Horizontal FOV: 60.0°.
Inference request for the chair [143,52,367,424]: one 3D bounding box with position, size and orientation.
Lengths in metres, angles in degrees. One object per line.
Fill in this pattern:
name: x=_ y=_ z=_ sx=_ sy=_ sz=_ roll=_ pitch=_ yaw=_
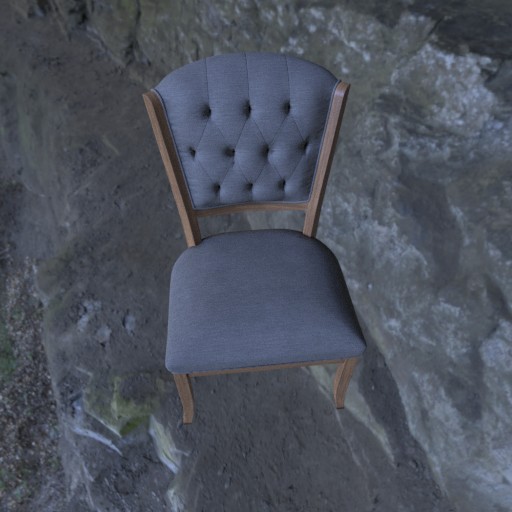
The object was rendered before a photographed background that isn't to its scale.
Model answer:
chair: x=0.000 y=0.000 z=1.247 sx=0.513 sy=0.905 sz=0.584 roll=-4 pitch=49 yaw=-4
